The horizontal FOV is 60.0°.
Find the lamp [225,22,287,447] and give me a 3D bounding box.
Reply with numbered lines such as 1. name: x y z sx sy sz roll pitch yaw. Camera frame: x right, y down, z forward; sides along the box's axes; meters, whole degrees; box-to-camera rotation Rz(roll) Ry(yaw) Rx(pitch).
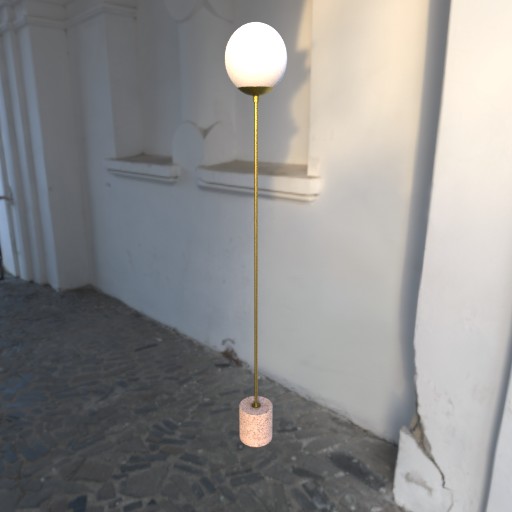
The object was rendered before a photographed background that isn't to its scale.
1. lamp: 0.000 0.000 1.837 0.229 1.748 0.229 -7 17 -25
